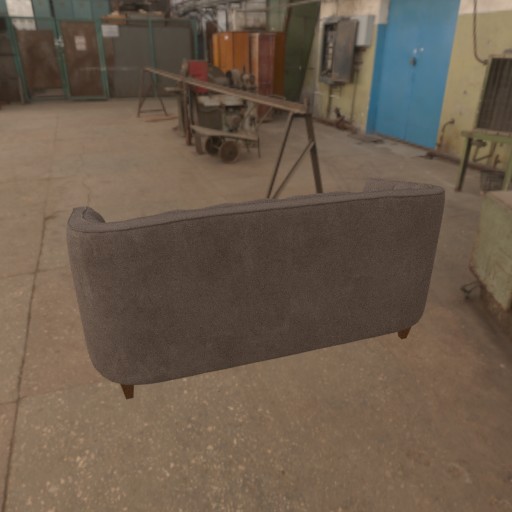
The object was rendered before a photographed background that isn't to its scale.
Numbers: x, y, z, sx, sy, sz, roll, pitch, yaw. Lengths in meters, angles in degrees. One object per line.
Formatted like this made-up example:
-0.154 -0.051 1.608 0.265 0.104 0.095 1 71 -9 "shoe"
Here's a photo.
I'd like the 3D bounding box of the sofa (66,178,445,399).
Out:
0.000 0.000 2.292 1.733 0.855 0.941 -8 27 -16 "sofa"
